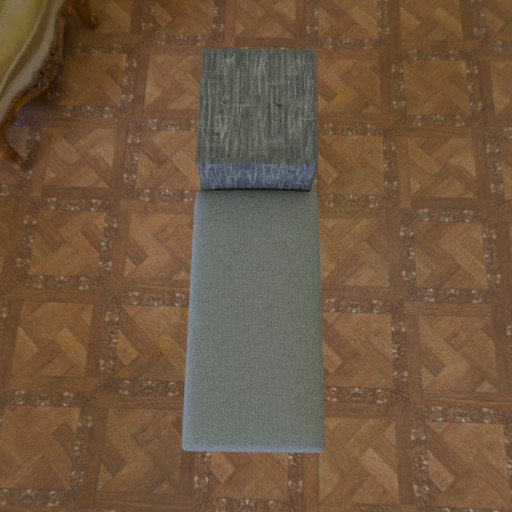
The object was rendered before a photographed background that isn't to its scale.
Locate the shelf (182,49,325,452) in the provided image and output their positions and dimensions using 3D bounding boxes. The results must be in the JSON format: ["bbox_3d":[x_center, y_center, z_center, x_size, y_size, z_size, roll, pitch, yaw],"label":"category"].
[{"bbox_3d":[0.000,0.000,1.671,0.457,0.633,1.342,1,74,0],"label":"shelf"}]
